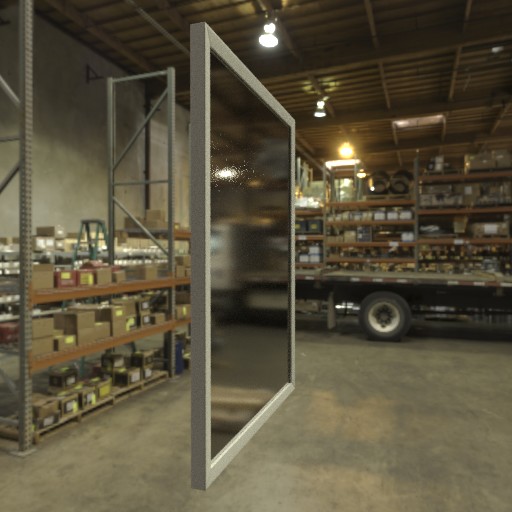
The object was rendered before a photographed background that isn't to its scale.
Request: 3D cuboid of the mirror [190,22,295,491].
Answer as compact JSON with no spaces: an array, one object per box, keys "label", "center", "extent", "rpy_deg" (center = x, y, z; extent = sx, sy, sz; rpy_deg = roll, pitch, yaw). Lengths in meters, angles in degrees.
[{"label":"mirror","center":[0.000,0.000,1.325],"extent":[0.040,1.016,0.762],"rpy_deg":[0,1,20]}]
